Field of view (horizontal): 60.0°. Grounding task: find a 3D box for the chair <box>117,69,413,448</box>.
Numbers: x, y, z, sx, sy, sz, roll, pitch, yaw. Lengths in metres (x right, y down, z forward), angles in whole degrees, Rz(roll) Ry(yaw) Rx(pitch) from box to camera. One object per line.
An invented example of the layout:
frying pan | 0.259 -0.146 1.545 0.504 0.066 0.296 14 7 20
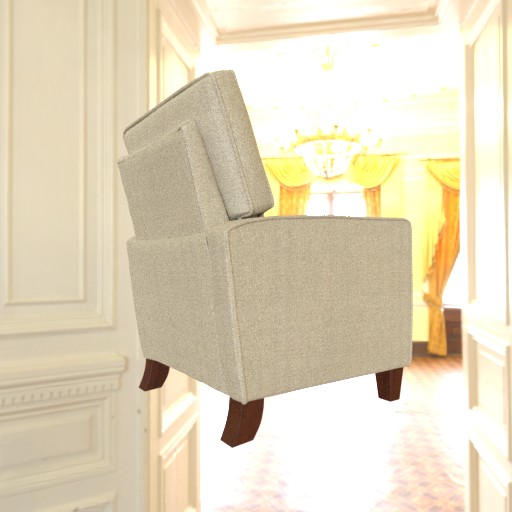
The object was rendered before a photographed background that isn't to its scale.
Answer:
chair | 0.000 0.000 1.417 0.754 0.888 0.648 0 -1 -35
